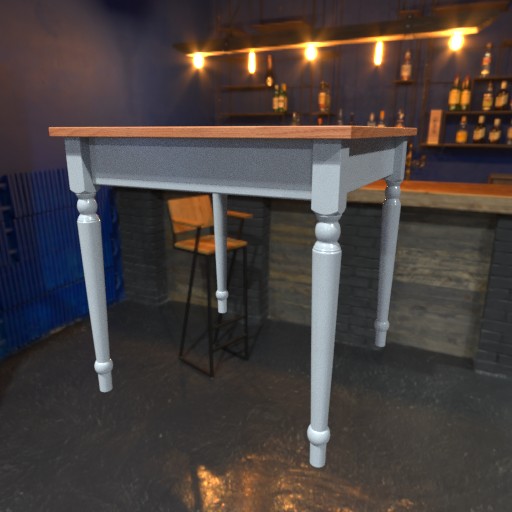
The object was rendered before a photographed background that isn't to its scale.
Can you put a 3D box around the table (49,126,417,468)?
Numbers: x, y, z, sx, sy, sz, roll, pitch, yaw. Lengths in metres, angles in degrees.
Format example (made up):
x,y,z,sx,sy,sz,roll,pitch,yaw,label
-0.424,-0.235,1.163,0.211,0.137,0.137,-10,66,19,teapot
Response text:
x,y,z,sx,sy,sz,roll,pitch,yaw,label
0.000,0.000,1.328,0.747,0.738,0.747,8,18,26,table
